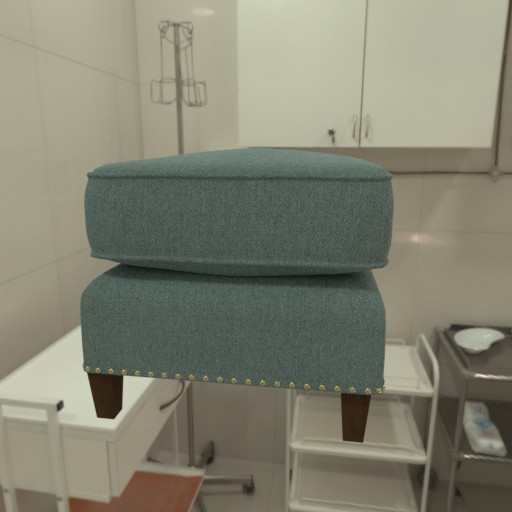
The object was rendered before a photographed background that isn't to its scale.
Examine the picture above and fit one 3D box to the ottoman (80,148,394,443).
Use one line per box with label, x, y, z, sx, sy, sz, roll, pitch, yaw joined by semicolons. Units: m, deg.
ottoman;0.000;0.000;1.134;0.589;0.537;0.738;2;14;8
